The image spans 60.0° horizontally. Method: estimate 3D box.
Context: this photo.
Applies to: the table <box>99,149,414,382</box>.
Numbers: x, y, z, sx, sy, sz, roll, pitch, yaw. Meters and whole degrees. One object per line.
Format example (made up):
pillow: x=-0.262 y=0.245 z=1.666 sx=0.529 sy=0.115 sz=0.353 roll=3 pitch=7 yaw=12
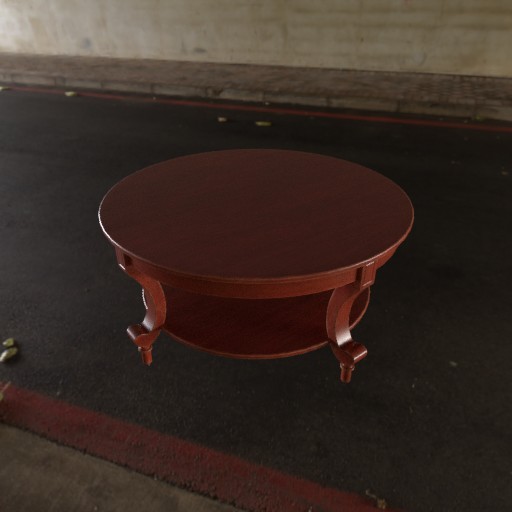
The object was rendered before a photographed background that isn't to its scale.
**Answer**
table: x=0.000 y=0.000 z=1.629 sx=1.029 sy=0.486 sz=1.029 roll=0 pitch=31 yaw=0
